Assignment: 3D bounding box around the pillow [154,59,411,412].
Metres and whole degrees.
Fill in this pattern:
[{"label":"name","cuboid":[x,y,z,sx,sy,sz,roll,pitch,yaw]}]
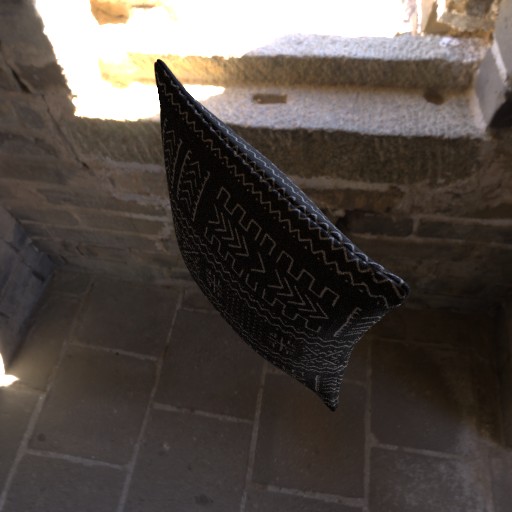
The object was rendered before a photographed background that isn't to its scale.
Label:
[{"label":"pillow","cuboid":[0.000,0.000,0.657,0.164,0.430,0.438,-33,64,-19]}]
